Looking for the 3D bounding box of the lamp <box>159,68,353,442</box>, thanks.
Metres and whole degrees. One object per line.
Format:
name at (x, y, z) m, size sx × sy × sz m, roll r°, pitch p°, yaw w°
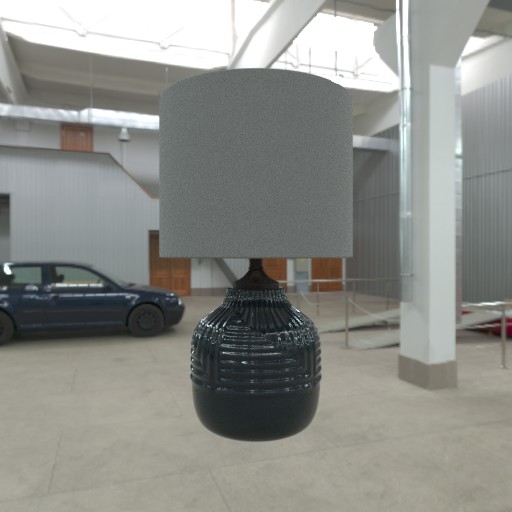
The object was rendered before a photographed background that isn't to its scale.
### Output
lamp at (0.000, 0.000, 0.745) m, size 0.318 × 0.567 × 0.318 m, roll 0°, pitch 0°, yaw 0°
